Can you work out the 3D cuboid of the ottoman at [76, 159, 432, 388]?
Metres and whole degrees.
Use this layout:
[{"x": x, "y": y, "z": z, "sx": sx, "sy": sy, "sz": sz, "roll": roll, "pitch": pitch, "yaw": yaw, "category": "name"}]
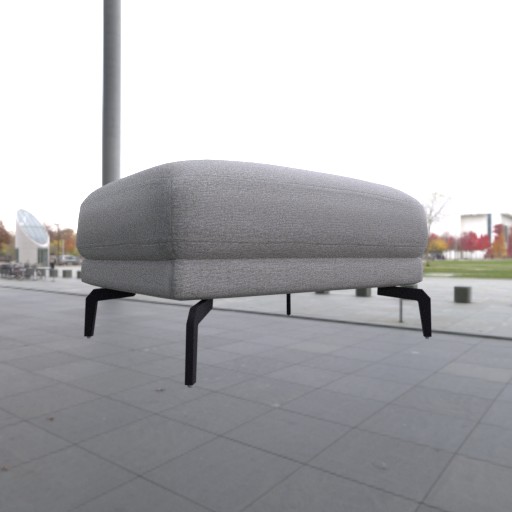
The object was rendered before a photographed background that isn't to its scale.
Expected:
[{"x": 0.000, "y": 0.000, "z": 1.138, "sx": 0.772, "sy": 0.420, "sz": 0.568, "roll": 0, "pitch": 0, "yaw": -37, "category": "ottoman"}]
